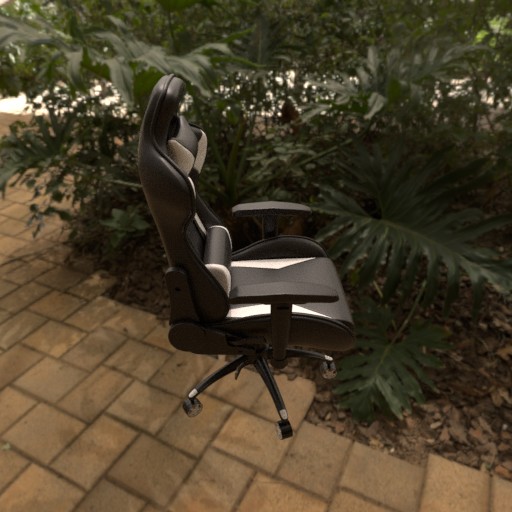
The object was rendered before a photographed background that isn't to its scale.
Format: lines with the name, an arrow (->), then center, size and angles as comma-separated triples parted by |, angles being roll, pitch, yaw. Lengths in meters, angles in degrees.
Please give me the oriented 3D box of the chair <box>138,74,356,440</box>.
chair -> 0.000, 0.000, 1.680 | 0.695, 1.285, 0.730 | -1, 31, -1
